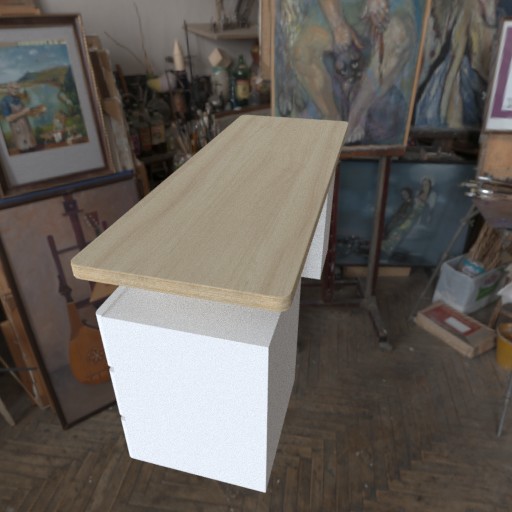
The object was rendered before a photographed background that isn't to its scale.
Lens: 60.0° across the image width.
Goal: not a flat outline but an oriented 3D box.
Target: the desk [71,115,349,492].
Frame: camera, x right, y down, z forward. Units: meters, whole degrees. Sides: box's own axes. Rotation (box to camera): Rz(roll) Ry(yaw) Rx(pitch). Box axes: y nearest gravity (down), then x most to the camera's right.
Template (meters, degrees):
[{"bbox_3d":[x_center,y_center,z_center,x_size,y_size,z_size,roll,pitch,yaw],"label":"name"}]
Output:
[{"bbox_3d":[0.000,0.000,1.825,0.550,0.755,1.500,8,32,13],"label":"desk"}]
